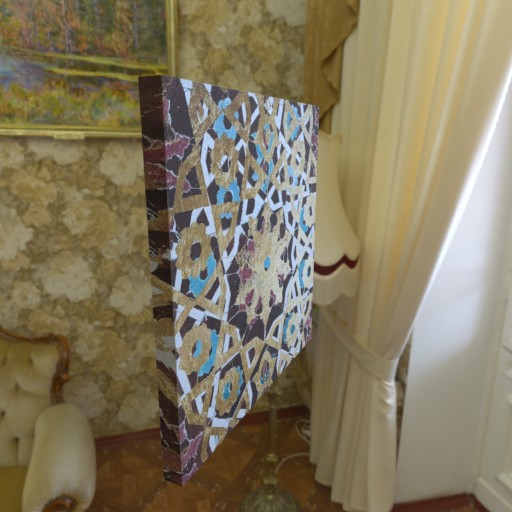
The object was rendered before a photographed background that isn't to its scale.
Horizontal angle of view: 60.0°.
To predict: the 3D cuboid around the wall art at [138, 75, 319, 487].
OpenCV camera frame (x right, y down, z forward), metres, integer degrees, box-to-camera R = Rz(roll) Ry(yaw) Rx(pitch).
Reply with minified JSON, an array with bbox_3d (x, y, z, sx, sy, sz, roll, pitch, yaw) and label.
[{"bbox_3d":[0.000,0.000,0.900,0.041,0.613,0.609,7,16,25],"label":"wall art"}]
